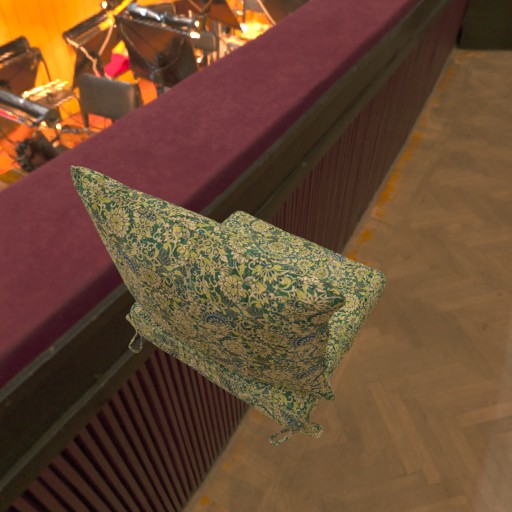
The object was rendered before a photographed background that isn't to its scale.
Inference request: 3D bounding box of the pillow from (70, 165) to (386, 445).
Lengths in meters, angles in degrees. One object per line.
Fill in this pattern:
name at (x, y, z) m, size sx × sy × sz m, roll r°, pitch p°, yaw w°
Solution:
pillow at (0.000, 0.000, 1.386) m, size 0.798 × 0.722 × 0.740 m, roll 25°, pitch 51°, yaw 23°
